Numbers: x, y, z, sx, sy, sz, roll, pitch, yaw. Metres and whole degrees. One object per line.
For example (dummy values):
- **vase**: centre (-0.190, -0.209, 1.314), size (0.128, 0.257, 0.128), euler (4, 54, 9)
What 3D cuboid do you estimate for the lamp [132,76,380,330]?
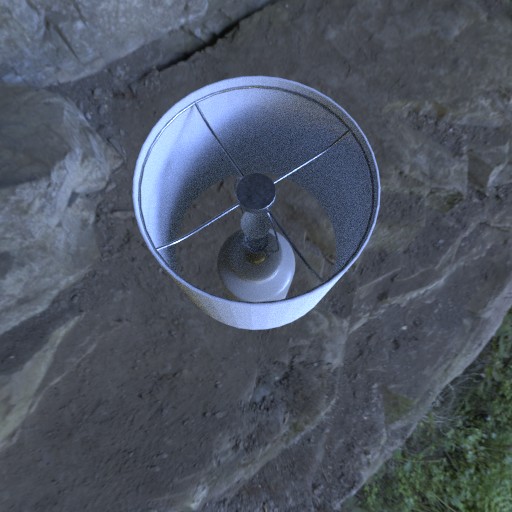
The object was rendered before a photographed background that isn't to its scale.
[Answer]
- **lamp**: centre (0.000, 0.000, 0.616), size (0.212, 0.493, 0.212), euler (-33, 78, -8)
